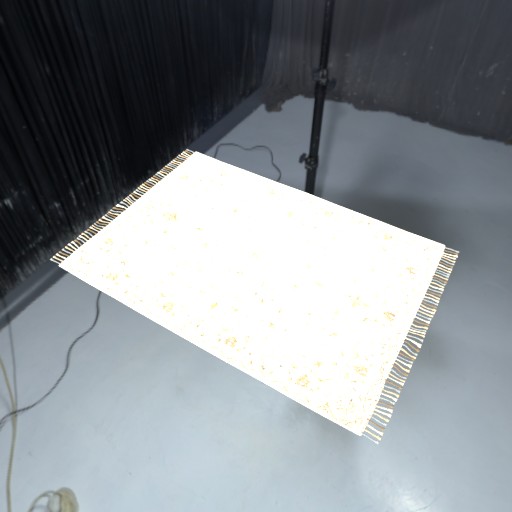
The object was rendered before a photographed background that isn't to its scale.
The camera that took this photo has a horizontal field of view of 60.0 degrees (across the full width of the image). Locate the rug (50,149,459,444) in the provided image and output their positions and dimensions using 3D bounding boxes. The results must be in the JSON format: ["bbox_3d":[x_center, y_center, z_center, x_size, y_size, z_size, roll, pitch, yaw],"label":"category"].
[{"bbox_3d":[0.000,0.000,2.388,1.861,0.017,1.218,24,52,21],"label":"rug"}]
